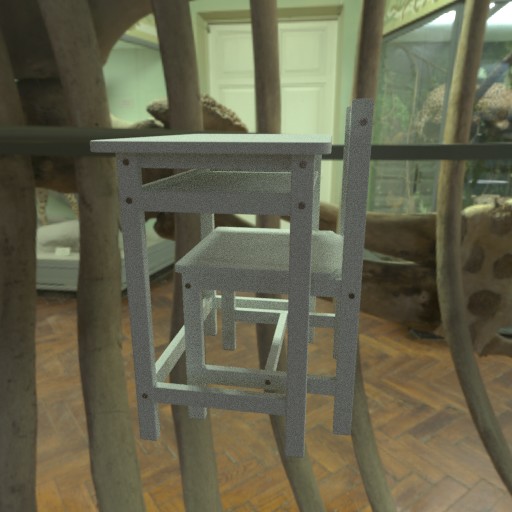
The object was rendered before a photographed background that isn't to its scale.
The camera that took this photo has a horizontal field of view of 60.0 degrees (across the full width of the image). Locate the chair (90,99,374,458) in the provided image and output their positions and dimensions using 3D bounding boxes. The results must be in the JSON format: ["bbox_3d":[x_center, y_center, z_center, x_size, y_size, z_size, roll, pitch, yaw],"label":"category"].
[{"bbox_3d":[0.000,0.000,1.039,0.461,0.673,0.599,3,17,9],"label":"chair"}]
